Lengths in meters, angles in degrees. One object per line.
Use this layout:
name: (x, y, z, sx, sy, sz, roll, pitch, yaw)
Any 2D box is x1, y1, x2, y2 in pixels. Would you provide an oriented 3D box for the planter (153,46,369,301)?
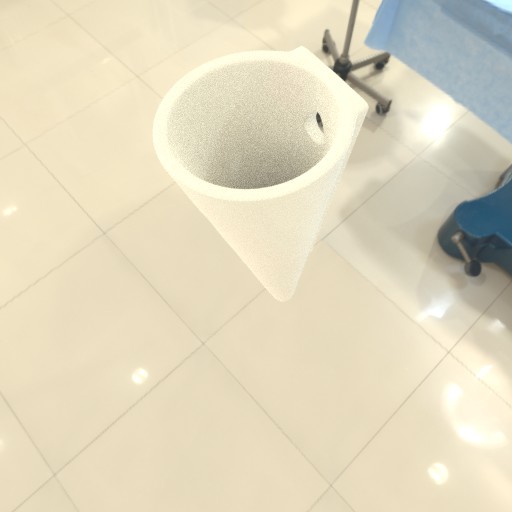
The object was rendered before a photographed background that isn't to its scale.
planter: (0.000, 0.000, 0.221, 0.064, 0.193, 0.057, -33, 69, -15)
